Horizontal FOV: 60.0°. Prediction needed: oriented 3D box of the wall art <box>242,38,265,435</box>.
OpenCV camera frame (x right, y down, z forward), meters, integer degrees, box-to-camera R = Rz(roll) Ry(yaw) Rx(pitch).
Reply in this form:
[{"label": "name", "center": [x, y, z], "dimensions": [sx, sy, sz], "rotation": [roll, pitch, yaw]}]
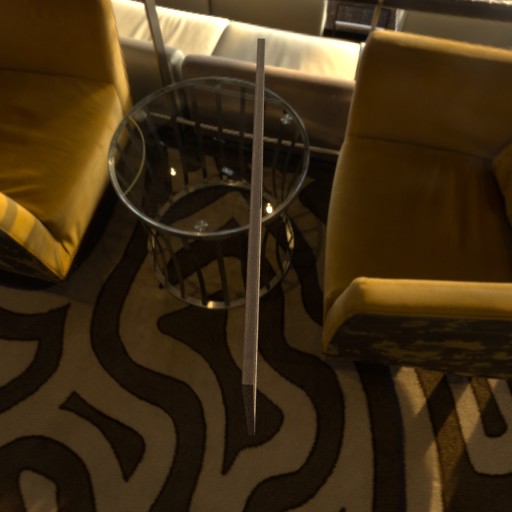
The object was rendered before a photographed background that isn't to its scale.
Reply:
[{"label": "wall art", "center": [0.000, 0.000, 1.491], "dimensions": [0.023, 0.875, 1.033], "rotation": [2, 62, 1]}]
